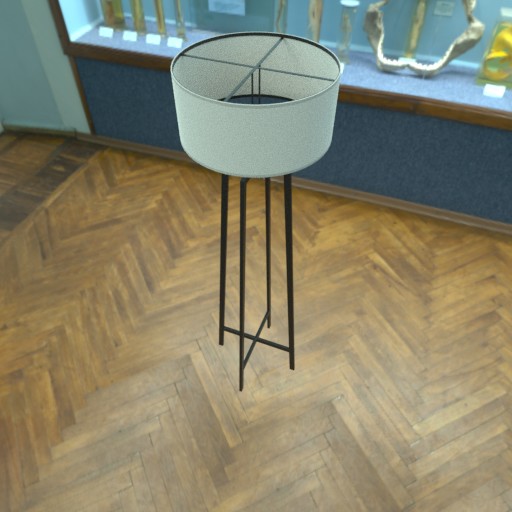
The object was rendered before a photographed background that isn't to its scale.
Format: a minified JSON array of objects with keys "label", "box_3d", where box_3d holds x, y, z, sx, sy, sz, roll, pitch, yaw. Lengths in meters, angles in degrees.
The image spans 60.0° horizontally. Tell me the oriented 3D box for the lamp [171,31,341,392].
[{"label":"lamp","box_3d":[0.000,0.000,1.745,0.456,1.510,0.457,16,49,14]}]
